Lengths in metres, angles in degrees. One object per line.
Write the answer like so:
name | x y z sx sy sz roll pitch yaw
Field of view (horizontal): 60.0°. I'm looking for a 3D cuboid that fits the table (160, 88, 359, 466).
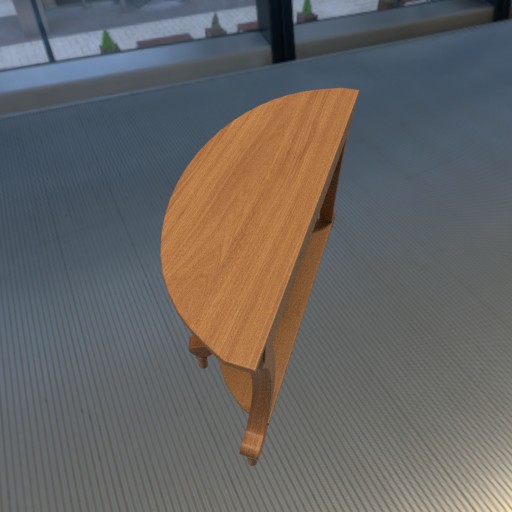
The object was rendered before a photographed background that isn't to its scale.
table | 0.000 0.000 1.509 0.394 0.692 1.198 13 47 13
